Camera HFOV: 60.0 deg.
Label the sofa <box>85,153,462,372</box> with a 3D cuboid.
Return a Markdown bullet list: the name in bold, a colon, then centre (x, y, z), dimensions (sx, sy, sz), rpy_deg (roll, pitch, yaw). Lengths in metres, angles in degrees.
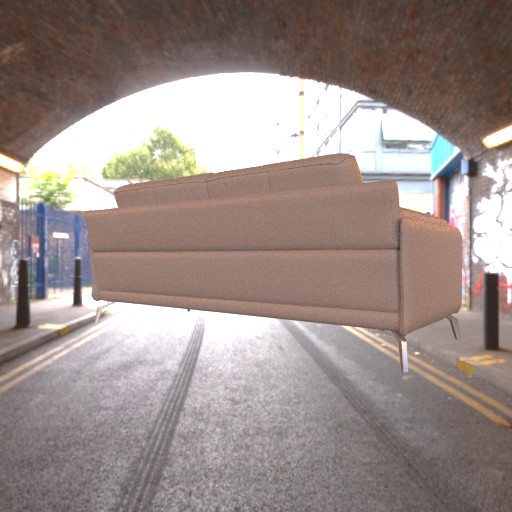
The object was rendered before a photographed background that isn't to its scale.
- **sofa**: centre (0.000, 0.000, 2.629), dimensions (2.101, 0.930, 1.049), rpy_deg (0, 0, 36)
